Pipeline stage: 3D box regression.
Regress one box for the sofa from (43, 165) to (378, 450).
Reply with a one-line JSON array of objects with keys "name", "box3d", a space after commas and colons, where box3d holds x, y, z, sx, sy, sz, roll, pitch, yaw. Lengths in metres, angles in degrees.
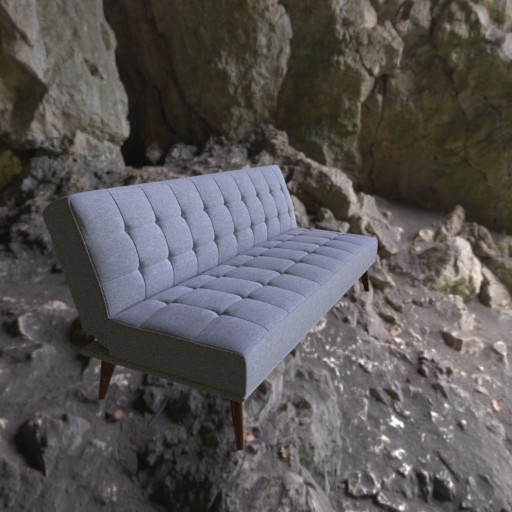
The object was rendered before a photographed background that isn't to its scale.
[{"name": "sofa", "box3d": [0.000, 0.000, 2.281, 0.860, 0.810, 1.800, 8, 17, 26]}]
